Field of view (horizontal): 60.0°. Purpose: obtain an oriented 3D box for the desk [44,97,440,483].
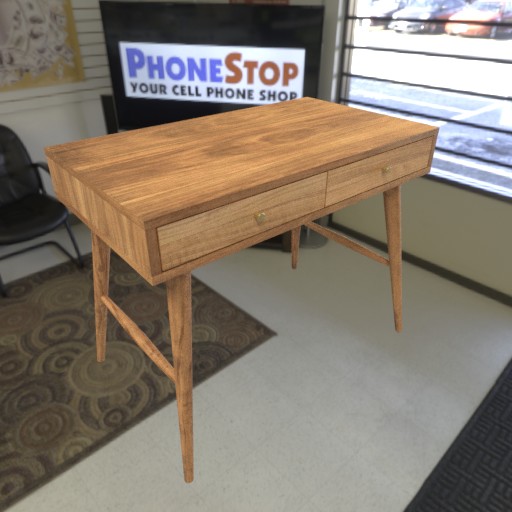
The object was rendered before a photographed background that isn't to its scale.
[{"bbox_3d":[0.000,0.000,1.403,0.949,0.758,0.588,-23,38,-33],"label":"desk"}]
